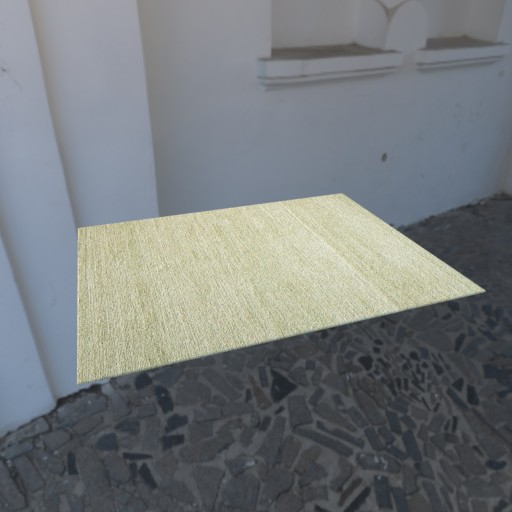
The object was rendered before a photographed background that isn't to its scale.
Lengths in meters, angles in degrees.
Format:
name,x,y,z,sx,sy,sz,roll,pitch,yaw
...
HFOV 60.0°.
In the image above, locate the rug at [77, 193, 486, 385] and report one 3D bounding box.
name,x,y,z,sx,sy,sz,roll,pitch,yaw
rug,0.000,0.000,4.218,3.198,0.016,2.425,-10,30,-17
